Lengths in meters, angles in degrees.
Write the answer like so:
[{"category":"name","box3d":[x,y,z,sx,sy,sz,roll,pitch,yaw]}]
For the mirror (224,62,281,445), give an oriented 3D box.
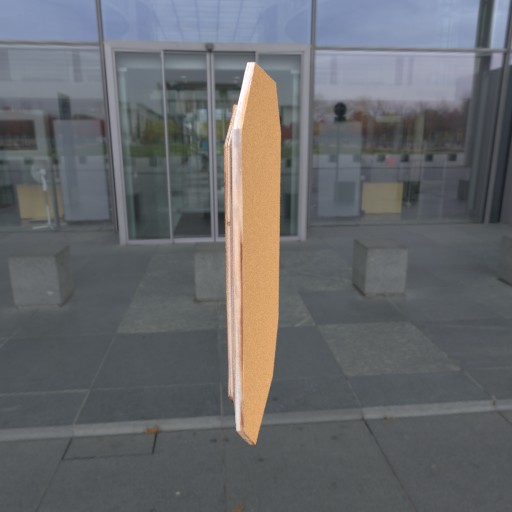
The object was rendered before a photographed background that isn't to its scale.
[{"category":"mirror","box3d":[0.000,0.000,1.326,0.061,1.015,0.709,2,15,9]}]
